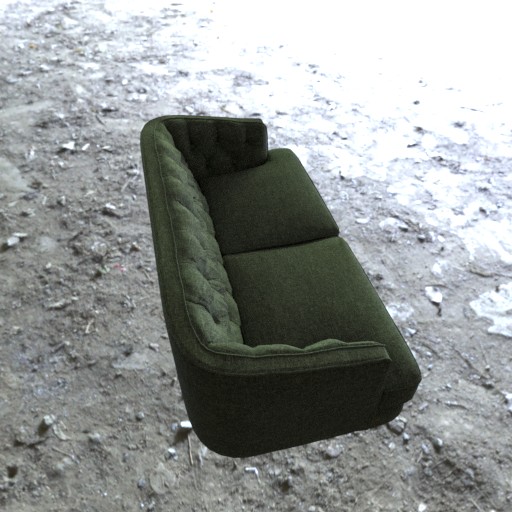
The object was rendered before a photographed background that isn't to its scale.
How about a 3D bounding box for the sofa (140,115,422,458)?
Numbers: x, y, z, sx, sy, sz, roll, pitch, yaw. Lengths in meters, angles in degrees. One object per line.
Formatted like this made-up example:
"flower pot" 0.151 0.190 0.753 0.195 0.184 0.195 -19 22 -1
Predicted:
"sofa" 0.000 0.000 2.225 0.941 0.855 1.733 -10 46 -10
